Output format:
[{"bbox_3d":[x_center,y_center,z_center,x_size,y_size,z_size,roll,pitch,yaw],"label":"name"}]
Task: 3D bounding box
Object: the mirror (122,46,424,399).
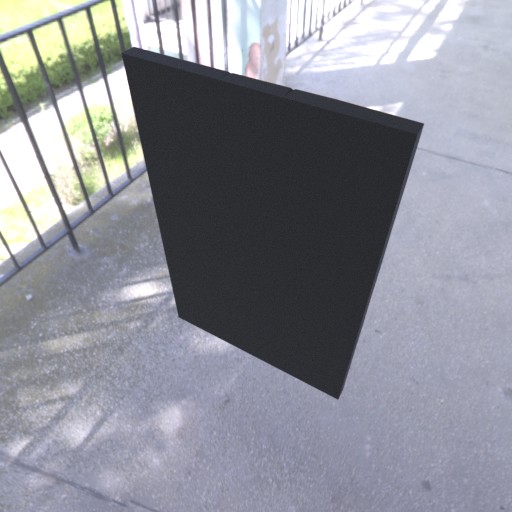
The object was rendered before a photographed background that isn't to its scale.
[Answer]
[{"bbox_3d":[0.000,0.000,1.137,0.606,0.912,0.044,23,51,20],"label":"mirror"}]
